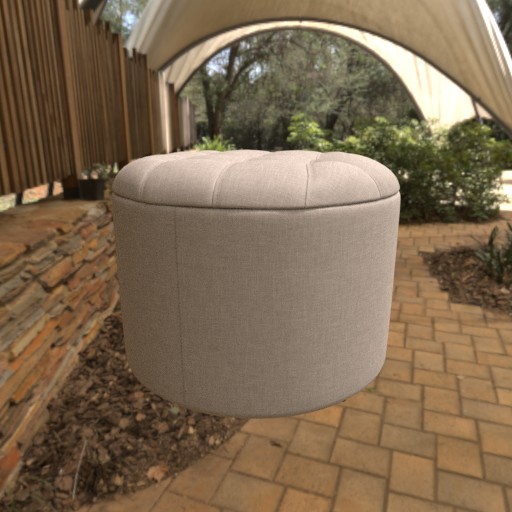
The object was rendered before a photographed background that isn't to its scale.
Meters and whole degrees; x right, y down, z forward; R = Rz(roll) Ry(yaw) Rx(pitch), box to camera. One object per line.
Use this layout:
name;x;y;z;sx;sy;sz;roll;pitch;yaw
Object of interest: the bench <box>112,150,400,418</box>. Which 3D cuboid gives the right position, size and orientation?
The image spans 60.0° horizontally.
bench;0.000;0.000;1.002;0.600;0.453;0.600;0;16;0
